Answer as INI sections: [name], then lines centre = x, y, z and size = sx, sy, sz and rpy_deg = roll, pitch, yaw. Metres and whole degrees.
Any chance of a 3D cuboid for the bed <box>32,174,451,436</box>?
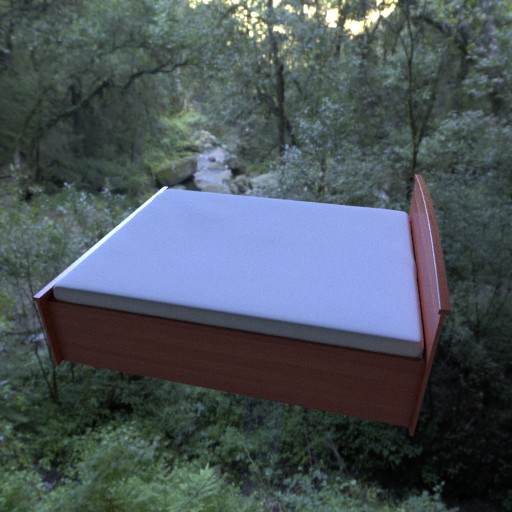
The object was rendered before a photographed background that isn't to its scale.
[bed]
centre = 0.000, 0.000, 2.901
size = 2.053, 0.848, 1.683
rpy_deg = 7, 31, 12
